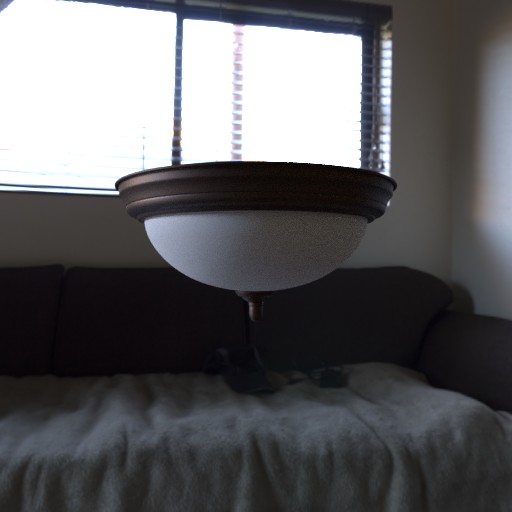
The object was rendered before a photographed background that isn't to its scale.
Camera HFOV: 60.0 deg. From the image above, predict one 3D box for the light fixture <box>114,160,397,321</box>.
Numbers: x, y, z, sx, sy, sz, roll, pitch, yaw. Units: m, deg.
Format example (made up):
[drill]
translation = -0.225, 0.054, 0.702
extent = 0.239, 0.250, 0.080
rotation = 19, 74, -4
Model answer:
[light fixture]
translation = 0.000, 0.000, 0.459
extent = 0.280, 0.135, 0.280
rotation = 0, -1, 0
